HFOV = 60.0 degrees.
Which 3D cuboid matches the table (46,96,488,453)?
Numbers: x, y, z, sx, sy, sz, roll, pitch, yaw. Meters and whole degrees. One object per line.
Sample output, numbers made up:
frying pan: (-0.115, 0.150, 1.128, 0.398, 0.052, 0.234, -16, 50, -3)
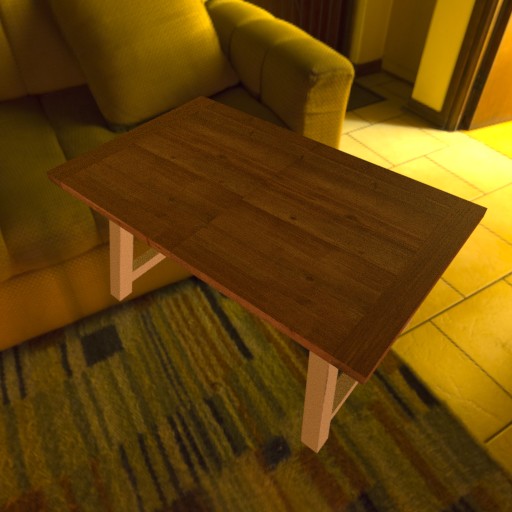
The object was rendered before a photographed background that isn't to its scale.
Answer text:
table: (0.000, 0.000, 2.016, 1.503, 0.743, 0.922, 30, 52, 27)
